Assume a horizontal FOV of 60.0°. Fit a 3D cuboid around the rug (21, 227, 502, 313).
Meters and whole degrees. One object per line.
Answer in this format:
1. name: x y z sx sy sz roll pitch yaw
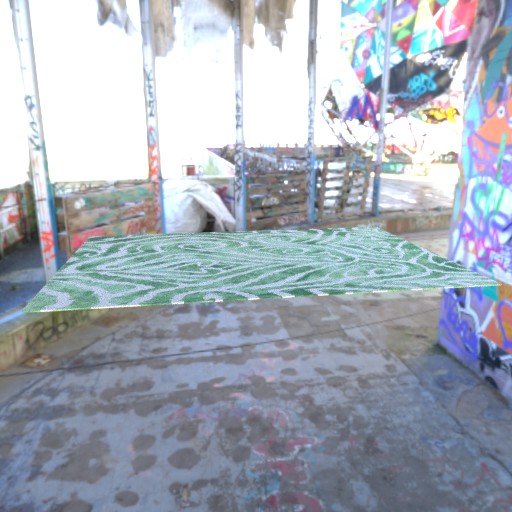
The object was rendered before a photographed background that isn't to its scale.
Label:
1. rug: 0.000 0.000 2.236 1.826 0.006 1.220 -2 15 -9
